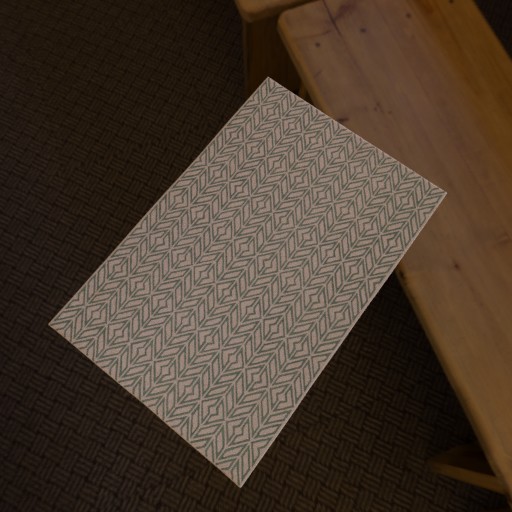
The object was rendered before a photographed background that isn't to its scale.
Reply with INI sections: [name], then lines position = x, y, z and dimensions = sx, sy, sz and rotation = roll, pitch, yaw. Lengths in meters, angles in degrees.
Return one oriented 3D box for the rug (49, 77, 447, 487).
[rug]
position = 0.000, 0.000, 2.314
dimensions = 1.220, 0.007, 1.828
rotation = 36, 77, 10
